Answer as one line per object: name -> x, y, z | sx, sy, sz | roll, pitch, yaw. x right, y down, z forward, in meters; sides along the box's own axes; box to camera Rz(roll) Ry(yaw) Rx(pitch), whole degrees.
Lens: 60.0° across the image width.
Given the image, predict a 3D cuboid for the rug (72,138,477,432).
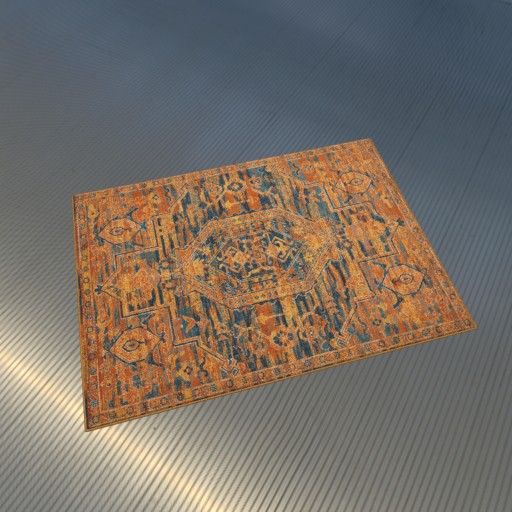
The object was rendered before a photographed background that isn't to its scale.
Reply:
rug -> 0.000, 0.000, 2.789 | 2.204, 0.024, 1.588 | -13, 59, -8
